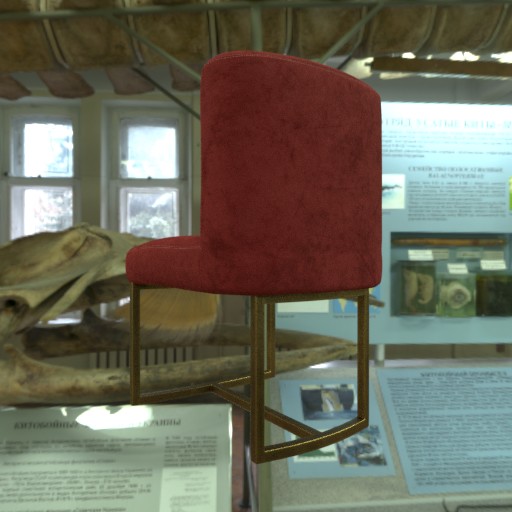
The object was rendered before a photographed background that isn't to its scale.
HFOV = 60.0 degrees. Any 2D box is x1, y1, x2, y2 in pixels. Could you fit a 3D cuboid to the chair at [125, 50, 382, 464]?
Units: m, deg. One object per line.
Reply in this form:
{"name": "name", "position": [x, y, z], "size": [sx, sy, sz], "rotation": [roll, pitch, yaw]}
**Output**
{"name": "chair", "position": [0.000, 0.000, 1.163], "size": [0.530, 0.824, 0.560], "rotation": [0, 0, -35]}
